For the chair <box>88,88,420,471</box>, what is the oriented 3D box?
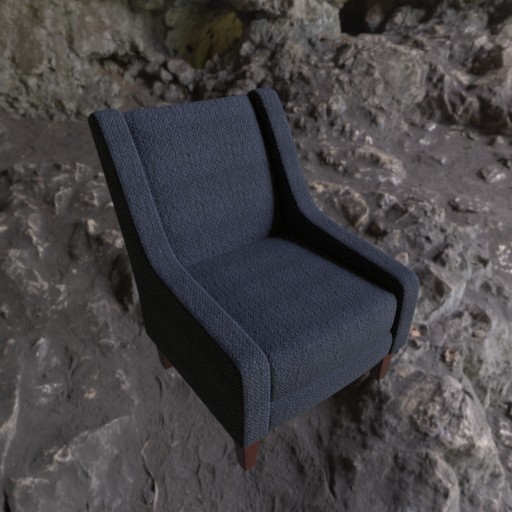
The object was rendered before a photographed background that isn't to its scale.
[{"bbox_3d":[0.000,0.000,1.670,0.793,1.012,0.944,-21,36,-31],"label":"chair"}]
